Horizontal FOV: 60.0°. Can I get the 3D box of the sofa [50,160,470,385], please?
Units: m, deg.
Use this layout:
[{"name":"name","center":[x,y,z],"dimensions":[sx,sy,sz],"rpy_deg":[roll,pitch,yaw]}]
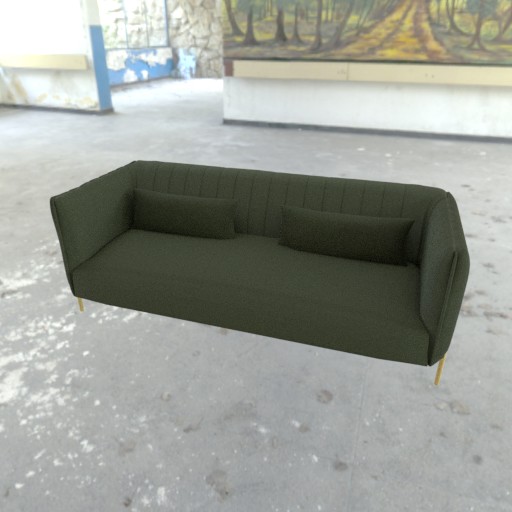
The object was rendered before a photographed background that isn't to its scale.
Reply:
[{"name":"sofa","center":[0.000,0.000,2.578],"dimensions":[2.137,0.793,0.896],"rpy_deg":[8,28,16]}]
